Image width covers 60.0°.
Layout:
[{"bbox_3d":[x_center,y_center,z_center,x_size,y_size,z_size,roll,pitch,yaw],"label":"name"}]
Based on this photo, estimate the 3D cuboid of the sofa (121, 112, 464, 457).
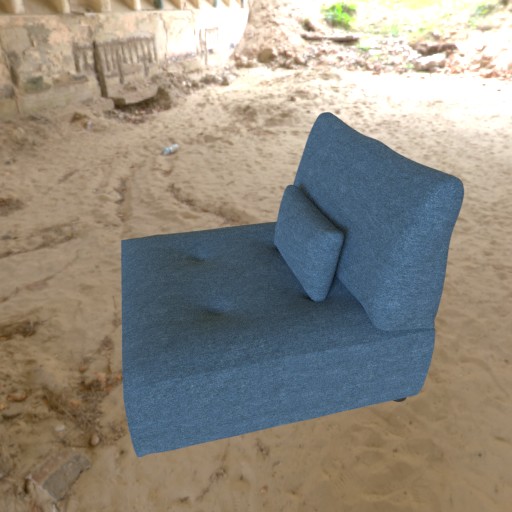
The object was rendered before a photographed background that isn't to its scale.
[{"bbox_3d":[0.000,0.000,1.645,1.000,0.820,0.930,-8,31,-13],"label":"sofa"}]
